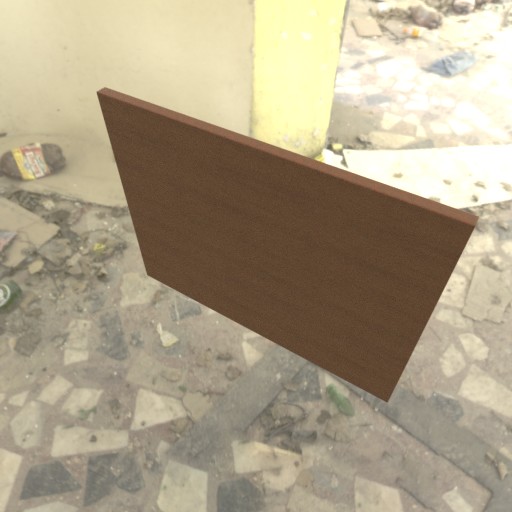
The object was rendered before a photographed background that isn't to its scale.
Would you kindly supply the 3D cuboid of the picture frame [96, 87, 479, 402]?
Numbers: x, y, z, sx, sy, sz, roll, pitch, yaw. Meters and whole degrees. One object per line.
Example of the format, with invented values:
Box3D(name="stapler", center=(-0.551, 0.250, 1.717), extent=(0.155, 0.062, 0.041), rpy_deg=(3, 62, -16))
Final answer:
Box3D(name="picture frame", center=(0.000, 0.000, 1.739), extent=(1.329, 1.018, 0.045), rpy_deg=(25, 52, 21))
